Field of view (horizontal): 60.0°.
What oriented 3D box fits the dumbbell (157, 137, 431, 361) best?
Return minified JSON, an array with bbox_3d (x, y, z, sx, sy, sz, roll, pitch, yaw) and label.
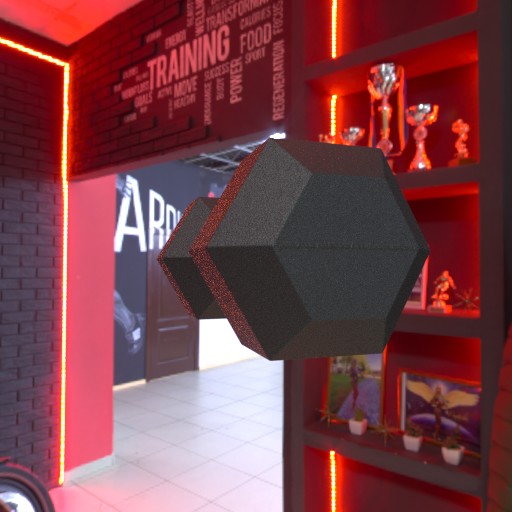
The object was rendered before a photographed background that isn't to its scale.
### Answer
[{"bbox_3d":[0.000,0.000,0.327,0.122,0.106,0.271,1,-2,-18],"label":"dumbbell"}]
